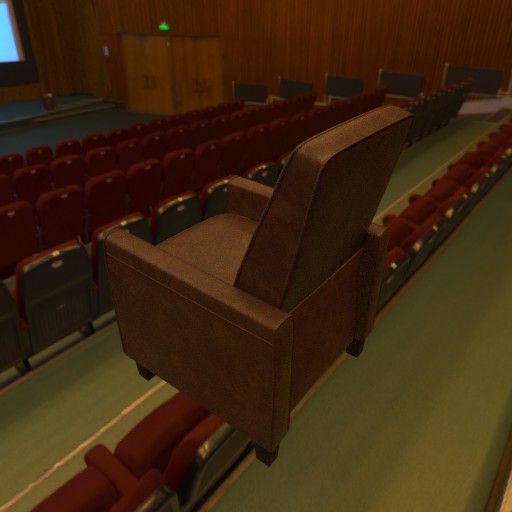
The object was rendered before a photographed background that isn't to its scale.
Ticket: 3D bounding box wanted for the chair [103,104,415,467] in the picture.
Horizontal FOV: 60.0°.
[{"bbox_3d":[0.000,0.000,1.506,0.746,1.013,0.705,22,37,31],"label":"chair"}]
